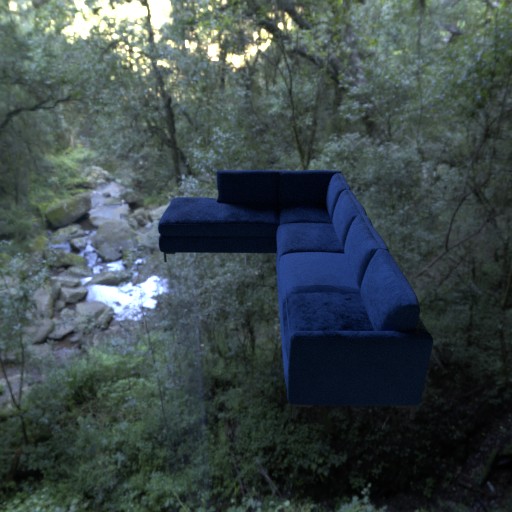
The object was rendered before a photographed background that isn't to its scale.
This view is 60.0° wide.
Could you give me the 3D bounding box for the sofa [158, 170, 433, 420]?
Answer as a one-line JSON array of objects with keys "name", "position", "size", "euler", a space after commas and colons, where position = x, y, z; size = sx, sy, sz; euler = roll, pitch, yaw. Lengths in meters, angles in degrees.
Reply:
[{"name": "sofa", "position": [0.000, 0.000, 3.834], "size": [2.007, 0.815, 2.949], "euler": [0, 26, 0]}]
